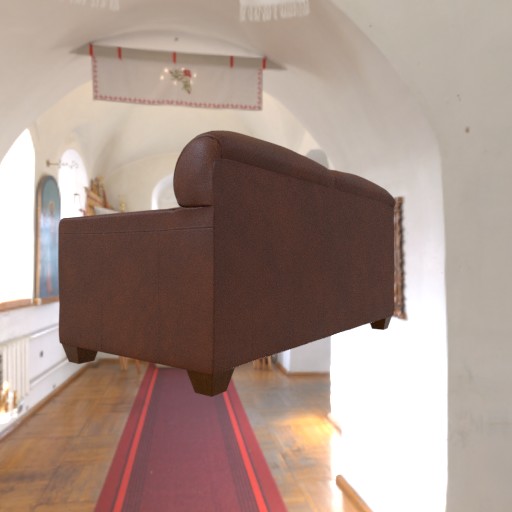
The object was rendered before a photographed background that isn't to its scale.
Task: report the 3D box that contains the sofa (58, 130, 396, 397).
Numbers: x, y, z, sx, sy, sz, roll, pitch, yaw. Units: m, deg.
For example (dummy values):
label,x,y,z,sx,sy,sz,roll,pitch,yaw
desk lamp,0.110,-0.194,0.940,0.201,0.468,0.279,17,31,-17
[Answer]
label,x,y,z,sx,sy,sz,roll,pitch,yaw
sofa,0.000,0.000,2.492,1.000,0.966,1.856,0,0,36
